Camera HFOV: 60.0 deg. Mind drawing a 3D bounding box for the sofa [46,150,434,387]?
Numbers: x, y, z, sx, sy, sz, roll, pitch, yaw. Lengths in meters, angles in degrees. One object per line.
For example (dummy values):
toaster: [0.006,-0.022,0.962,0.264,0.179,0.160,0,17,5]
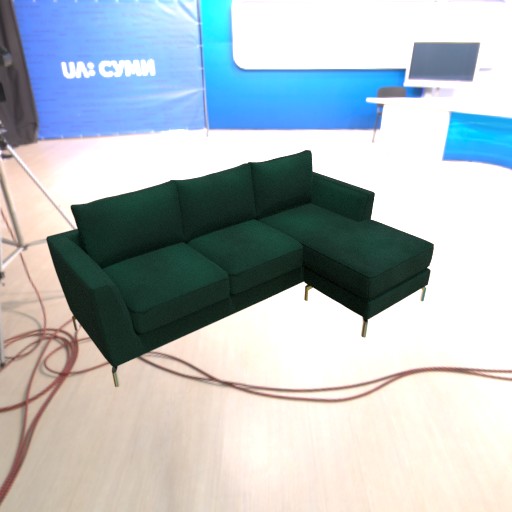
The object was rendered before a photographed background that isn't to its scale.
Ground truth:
sofa: [0.000,0.000,3.241,2.441,1.007,1.489,-21,35,-33]
